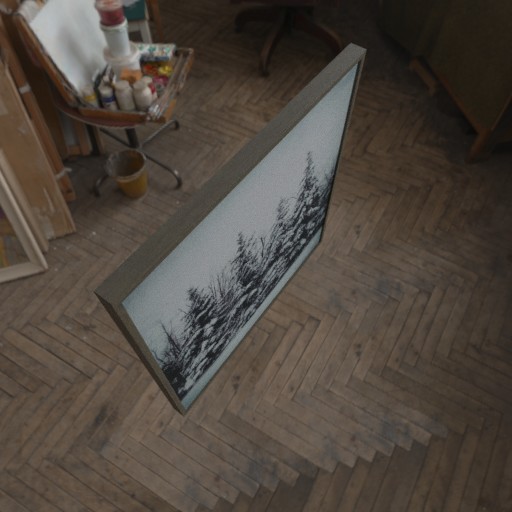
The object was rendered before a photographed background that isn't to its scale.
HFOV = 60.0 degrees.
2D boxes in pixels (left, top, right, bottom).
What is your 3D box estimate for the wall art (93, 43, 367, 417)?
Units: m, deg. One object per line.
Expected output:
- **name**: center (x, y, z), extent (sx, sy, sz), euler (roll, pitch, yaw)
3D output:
- **wall art**: center (0.000, 0.000, 1.131), extent (0.039, 0.758, 0.758), euler (32, 64, 18)
